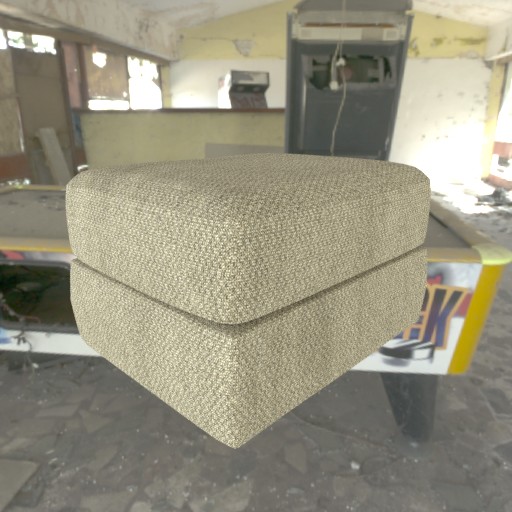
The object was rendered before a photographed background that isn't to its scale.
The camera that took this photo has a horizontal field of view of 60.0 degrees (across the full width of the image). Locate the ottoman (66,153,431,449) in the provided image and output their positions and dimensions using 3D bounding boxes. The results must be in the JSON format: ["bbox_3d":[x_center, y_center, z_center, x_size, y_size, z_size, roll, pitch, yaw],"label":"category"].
[{"bbox_3d":[0.000,0.000,1.128,0.603,0.476,0.751,16,24,42],"label":"ottoman"}]
